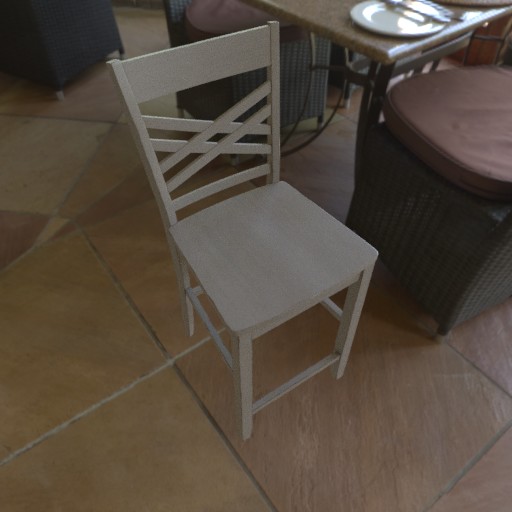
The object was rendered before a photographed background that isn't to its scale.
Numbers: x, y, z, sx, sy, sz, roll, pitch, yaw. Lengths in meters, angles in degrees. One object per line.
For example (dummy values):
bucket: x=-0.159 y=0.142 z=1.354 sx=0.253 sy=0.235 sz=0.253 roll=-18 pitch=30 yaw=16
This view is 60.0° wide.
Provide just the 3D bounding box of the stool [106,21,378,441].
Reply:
stool: x=0.000 y=0.000 z=1.313 sx=0.462 sy=1.079 sz=0.539 roll=-26 pitch=52 yaw=-22
